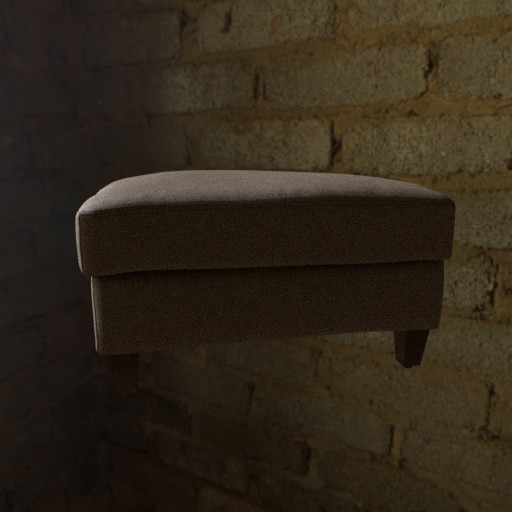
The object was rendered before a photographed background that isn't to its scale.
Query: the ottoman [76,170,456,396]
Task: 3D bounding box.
[{"bbox_3d":[0.000,0.000,1.341,0.889,0.511,0.692,-3,14,-10],"label":"ottoman"}]
